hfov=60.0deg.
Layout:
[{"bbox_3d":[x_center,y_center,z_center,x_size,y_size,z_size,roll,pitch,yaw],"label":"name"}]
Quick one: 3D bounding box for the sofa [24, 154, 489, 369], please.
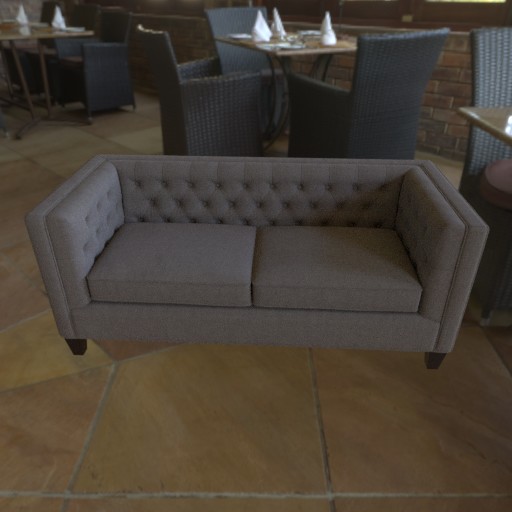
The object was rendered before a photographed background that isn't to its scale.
[{"bbox_3d":[0.000,0.000,2.196,1.778,0.762,0.775,2,31,3],"label":"sofa"}]
